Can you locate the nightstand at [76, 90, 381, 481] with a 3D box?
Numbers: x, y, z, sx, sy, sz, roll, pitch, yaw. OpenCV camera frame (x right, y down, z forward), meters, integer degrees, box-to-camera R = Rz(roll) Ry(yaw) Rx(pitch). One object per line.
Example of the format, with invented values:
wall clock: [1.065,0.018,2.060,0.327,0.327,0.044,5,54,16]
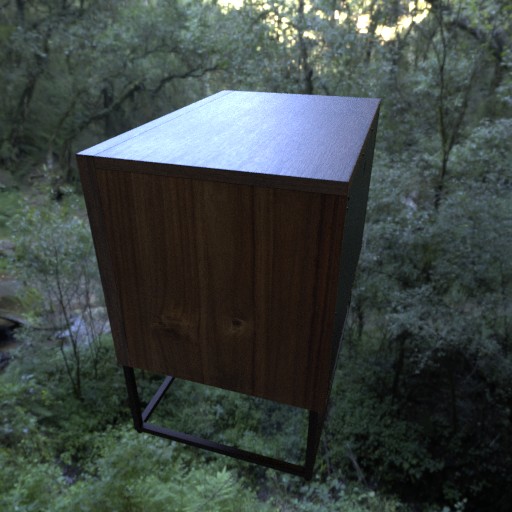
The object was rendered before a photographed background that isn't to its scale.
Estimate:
nightstand: [0.000,0.000,1.011,0.437,0.610,0.610,9,30,15]
